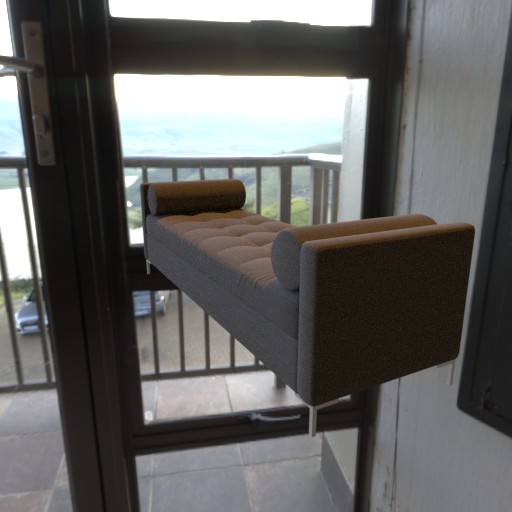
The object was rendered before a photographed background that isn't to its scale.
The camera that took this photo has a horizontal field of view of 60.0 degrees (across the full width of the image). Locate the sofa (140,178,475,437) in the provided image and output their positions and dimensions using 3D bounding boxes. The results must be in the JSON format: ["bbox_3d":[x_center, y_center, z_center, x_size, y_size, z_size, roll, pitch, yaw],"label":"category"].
[{"bbox_3d":[0.000,0.000,2.298,0.686,0.635,1.981,-8,17,-27],"label":"sofa"}]
